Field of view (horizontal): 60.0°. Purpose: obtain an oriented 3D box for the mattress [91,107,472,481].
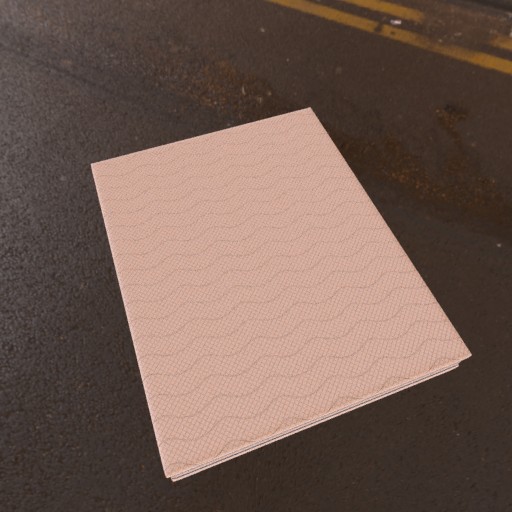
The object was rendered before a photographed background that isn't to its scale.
[{"bbox_3d":[0.000,0.000,2.682,1.600,0.230,2.000,-18,60,-11],"label":"mattress"}]
